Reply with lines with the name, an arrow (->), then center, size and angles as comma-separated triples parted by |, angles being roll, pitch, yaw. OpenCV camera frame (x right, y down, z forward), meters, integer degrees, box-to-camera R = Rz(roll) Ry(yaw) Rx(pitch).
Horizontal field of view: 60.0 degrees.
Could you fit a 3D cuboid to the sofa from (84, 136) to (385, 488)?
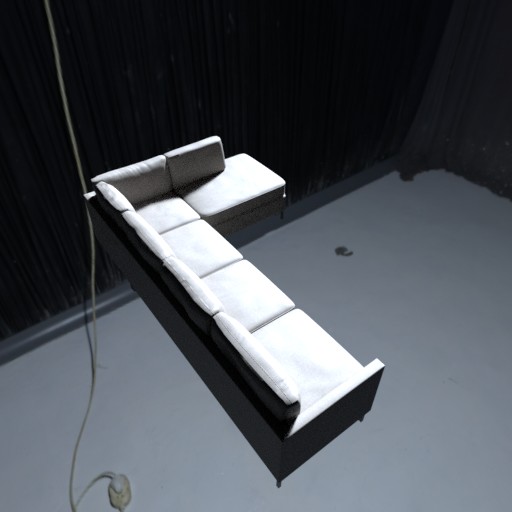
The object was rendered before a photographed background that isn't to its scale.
sofa -> 0.000, 0.000, 4.264 | 2.077, 0.964, 3.331 | -26, 48, -26
